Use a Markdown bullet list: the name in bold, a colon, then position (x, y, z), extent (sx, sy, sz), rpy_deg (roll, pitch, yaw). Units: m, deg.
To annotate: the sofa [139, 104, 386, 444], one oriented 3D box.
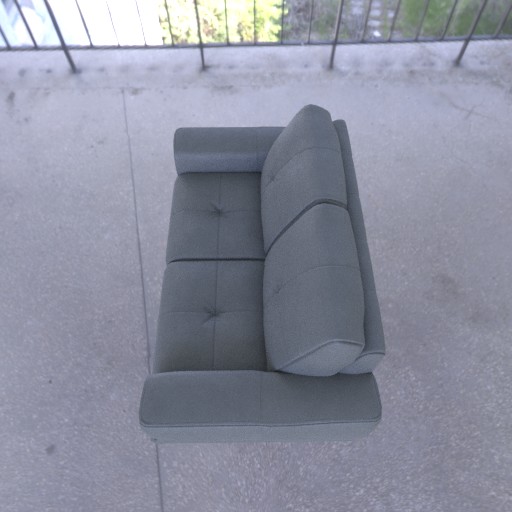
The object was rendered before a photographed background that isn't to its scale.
- **sofa**: position (0.000, 0.000, 2.341), extent (1.018, 0.907, 1.806), rpy_deg (-1, 57, 0)
